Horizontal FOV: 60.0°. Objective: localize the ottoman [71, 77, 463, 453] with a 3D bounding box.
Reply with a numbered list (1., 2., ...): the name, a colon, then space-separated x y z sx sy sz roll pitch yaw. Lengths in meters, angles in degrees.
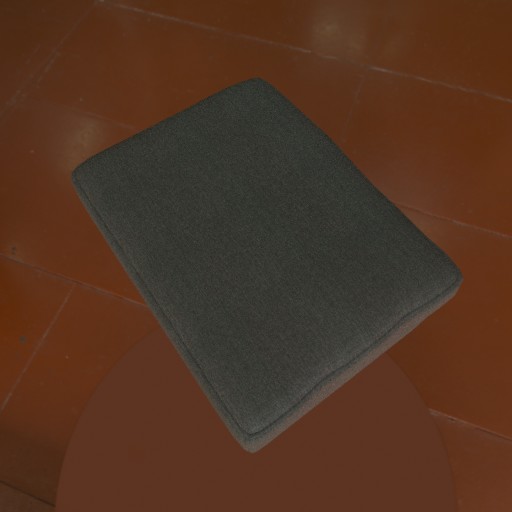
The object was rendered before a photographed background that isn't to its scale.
1. ottoman: 0.000 0.000 1.237 0.639 0.496 0.826 -33 67 -15
